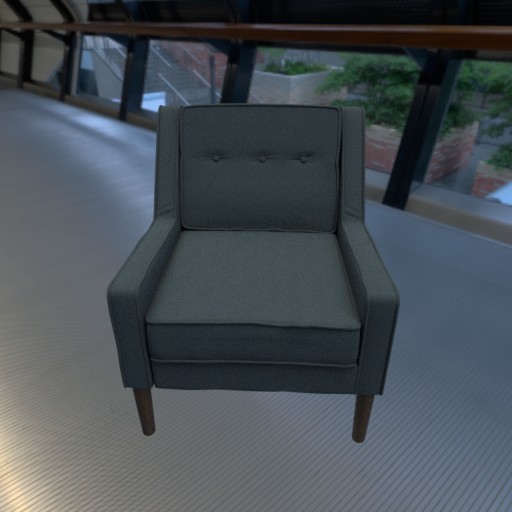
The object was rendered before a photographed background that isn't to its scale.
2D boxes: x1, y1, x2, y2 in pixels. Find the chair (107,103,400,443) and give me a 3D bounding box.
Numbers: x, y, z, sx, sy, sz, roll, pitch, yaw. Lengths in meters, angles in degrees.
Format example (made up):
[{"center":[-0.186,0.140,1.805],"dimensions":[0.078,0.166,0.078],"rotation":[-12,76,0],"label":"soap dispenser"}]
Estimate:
[{"center":[0.000,0.000,1.313],"dimensions":[0.663,0.780,0.733],"rotation":[1,29,2],"label":"chair"}]
